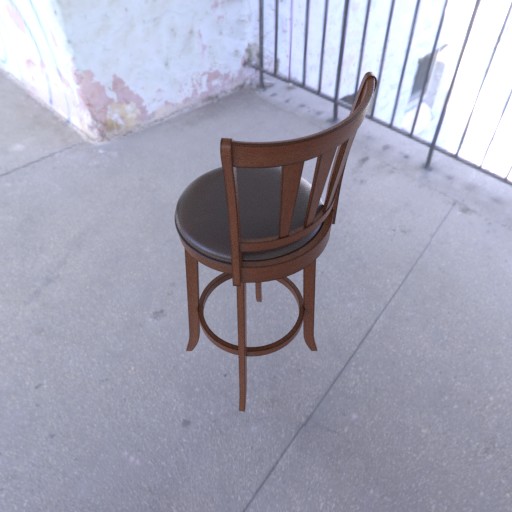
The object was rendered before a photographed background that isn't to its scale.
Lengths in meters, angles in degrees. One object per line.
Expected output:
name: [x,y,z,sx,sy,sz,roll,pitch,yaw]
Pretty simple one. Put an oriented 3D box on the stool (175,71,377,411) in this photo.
stool: [0.000,0.000,1.437,0.464,1.177,0.503,-32,54,-27]
